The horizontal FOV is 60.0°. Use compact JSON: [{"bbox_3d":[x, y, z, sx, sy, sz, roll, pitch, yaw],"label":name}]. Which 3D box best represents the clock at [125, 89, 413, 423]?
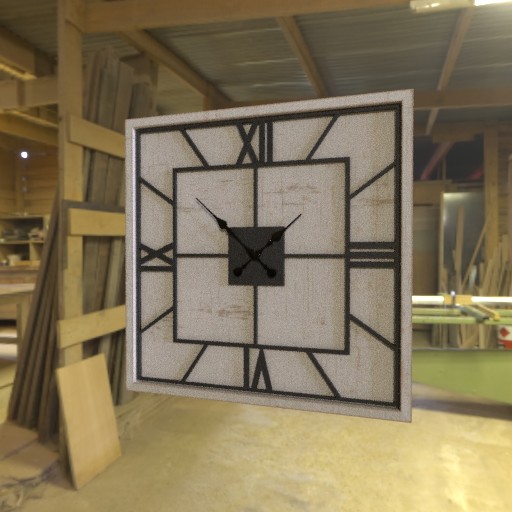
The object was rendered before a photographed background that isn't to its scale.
[{"bbox_3d":[0.000,0.000,1.059,0.705,0.705,0.032,0,1,18],"label":"clock"}]
